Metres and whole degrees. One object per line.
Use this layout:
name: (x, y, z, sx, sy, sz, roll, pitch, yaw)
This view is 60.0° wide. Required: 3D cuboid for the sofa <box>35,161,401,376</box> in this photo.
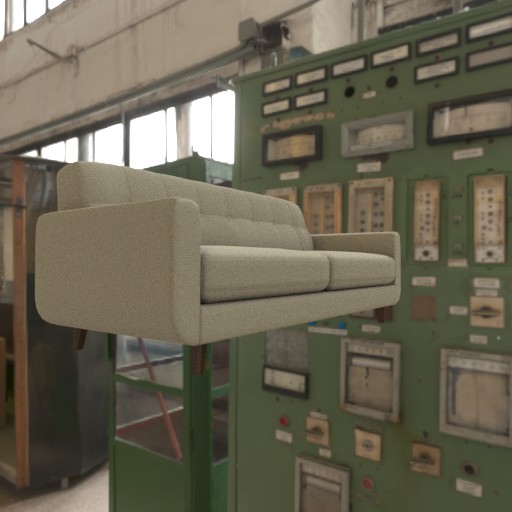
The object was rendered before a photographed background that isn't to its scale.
sofa: (0.000, 0.000, 2.570, 0.980, 0.892, 2.137, -1, -1, 37)
